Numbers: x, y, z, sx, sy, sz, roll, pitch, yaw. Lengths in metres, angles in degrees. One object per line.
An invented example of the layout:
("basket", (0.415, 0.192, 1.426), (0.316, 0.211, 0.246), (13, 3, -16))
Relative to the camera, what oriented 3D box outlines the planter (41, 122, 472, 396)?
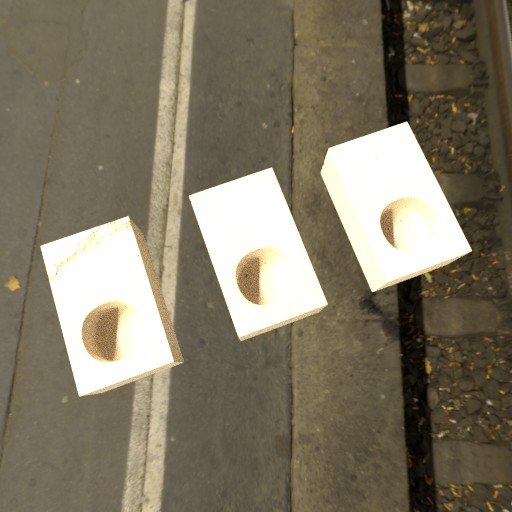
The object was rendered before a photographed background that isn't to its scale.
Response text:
("planter", (0.000, 0.000, 0.391), (0.333, 0.051, 0.127), (-20, 77, -5))
